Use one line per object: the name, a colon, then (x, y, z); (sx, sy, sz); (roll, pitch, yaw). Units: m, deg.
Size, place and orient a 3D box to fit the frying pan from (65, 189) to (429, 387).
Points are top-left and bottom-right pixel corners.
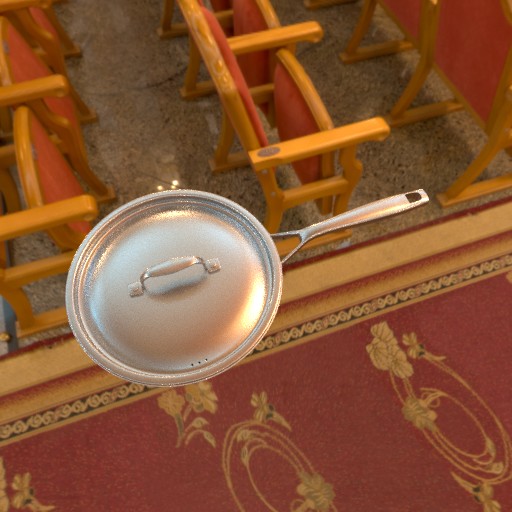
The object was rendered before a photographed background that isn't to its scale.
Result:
frying pan: (0.000, 0.000, 0.587); (0.490, 0.086, 0.272); (-17, 63, -9)
